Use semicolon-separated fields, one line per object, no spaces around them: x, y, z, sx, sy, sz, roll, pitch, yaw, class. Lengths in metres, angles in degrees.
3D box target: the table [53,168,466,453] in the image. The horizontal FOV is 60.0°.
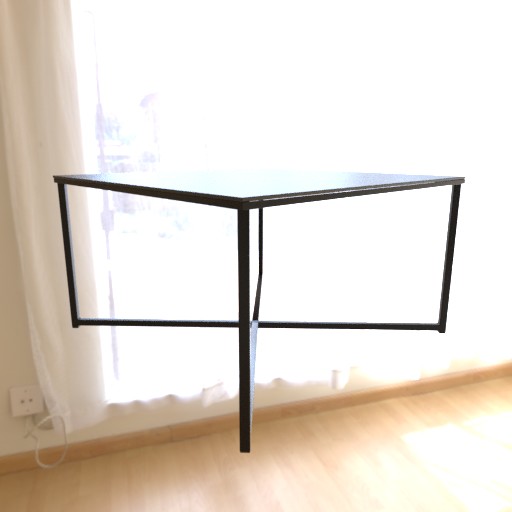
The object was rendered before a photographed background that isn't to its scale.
0.000;0.000;1.263;0.800;0.450;0.800;-12;18;-41;table
